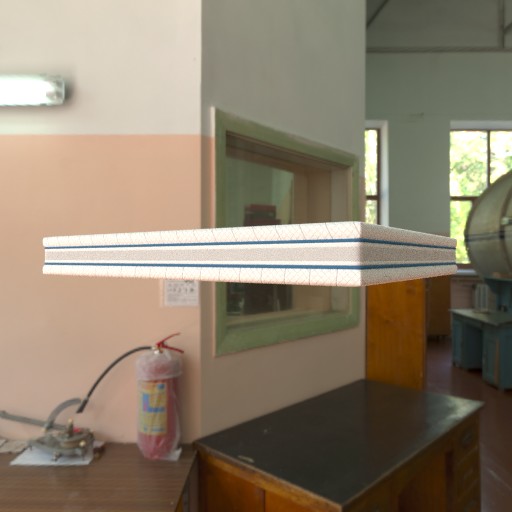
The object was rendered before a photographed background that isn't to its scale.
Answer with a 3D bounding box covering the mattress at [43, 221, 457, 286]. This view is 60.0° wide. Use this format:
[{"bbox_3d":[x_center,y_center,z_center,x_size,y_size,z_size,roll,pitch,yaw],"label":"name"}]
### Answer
[{"bbox_3d":[0.000,0.000,2.729,2.000,0.230,1.600,0,0,35],"label":"mattress"}]
